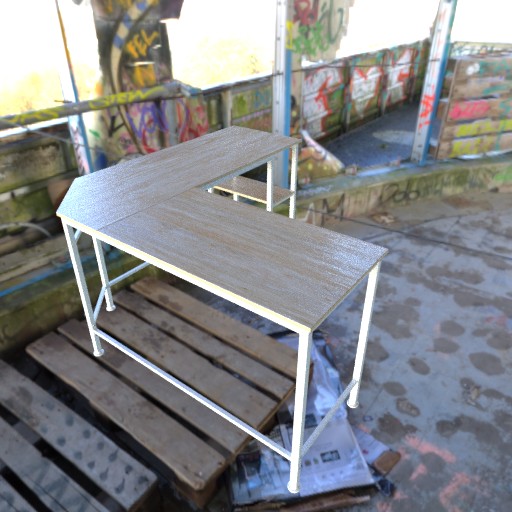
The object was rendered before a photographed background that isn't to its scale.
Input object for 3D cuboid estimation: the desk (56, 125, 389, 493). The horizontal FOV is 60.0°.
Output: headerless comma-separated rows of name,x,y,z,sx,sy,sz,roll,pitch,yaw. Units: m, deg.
desk,0.000,0.000,2.135,1.379,0.739,1.379,21,37,31
